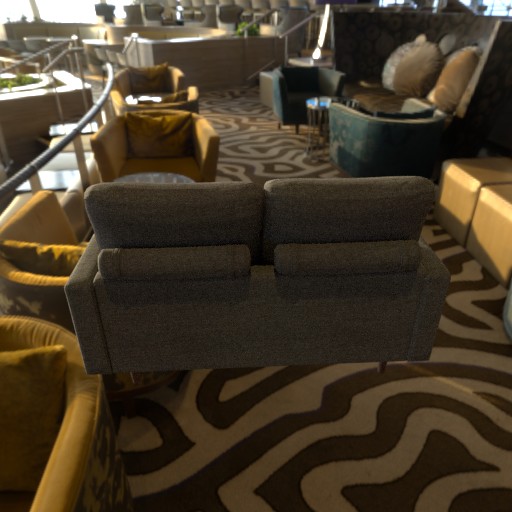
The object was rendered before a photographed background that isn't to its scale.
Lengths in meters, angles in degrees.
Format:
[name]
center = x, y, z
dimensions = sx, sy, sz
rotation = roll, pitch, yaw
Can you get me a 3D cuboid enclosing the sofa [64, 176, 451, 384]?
[sofa]
center = 0.000, 0.000, 1.978
dimensions = 1.407, 0.907, 0.842
rotation = -2, 30, -3
